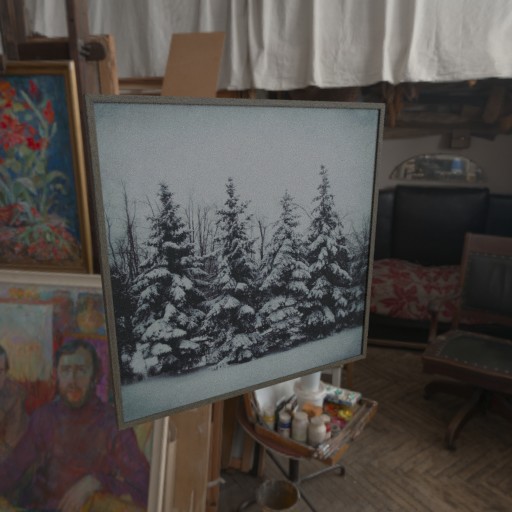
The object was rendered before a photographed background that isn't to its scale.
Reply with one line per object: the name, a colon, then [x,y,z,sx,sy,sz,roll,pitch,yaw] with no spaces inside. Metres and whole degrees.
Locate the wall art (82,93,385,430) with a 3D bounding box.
wall art: [0.000,0.000,1.138,0.758,0.758,0.039,-8,18,-26]
